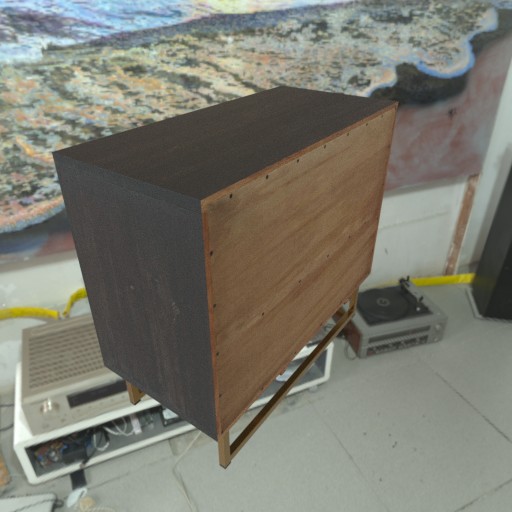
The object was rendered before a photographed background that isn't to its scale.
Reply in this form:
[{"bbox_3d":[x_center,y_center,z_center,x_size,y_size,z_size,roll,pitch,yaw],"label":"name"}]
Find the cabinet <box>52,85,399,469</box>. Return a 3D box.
[{"bbox_3d":[0.000,0.000,1.440,0.451,0.860,0.950,21,37,30],"label":"cabinet"}]
